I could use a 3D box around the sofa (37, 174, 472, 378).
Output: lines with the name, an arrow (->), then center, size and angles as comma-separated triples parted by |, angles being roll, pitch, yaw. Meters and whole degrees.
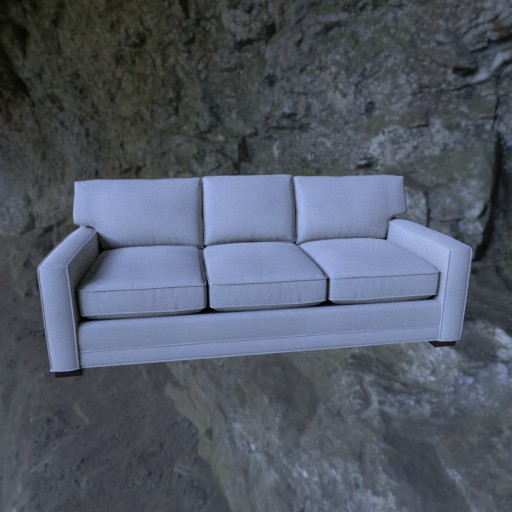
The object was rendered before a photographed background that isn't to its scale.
sofa -> 0.000, 0.000, 2.547 | 2.088, 0.862, 0.935 | -2, 16, -9
